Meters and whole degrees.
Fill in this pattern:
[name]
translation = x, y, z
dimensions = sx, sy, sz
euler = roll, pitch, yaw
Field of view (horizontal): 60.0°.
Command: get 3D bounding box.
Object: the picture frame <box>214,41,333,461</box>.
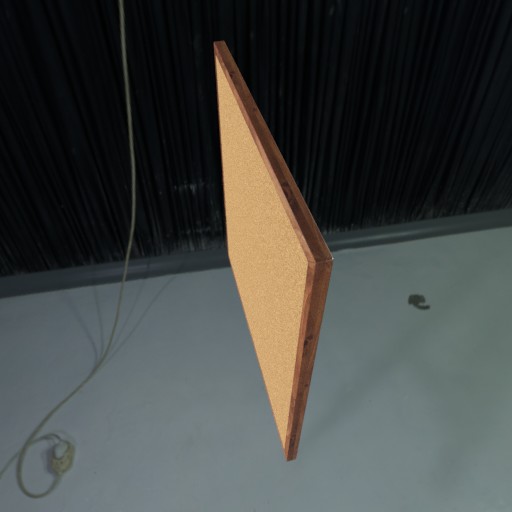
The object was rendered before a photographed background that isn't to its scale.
[picture frame]
translation = 0.000, 0.000, 1.195
dimensions = 0.029, 0.817, 0.810
euler = -10, 48, -10
